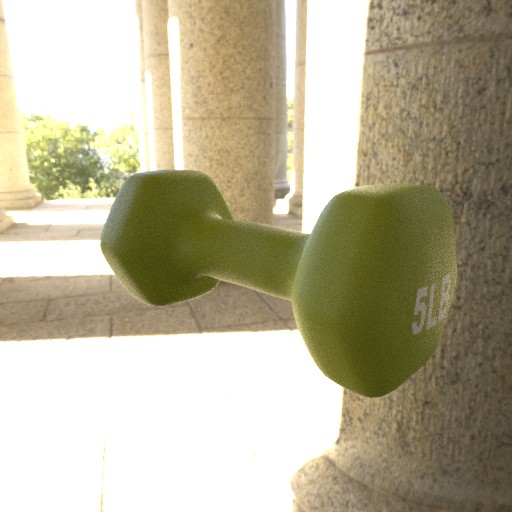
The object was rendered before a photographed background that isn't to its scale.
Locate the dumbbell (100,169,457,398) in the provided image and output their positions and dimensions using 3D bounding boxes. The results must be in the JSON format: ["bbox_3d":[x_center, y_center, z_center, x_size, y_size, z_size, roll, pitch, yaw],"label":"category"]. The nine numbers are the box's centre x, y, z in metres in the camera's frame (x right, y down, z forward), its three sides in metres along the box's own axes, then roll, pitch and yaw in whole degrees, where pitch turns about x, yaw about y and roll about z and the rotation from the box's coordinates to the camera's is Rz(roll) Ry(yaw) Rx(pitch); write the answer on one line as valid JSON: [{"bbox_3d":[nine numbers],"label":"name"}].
[{"bbox_3d":[0.000,0.000,0.202,0.164,0.072,0.080,13,19,42],"label":"dumbbell"}]
